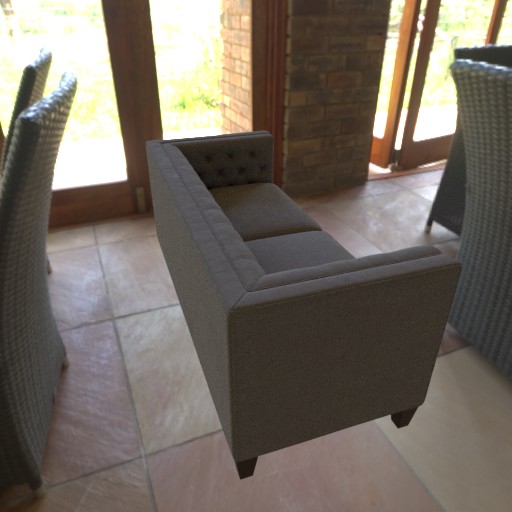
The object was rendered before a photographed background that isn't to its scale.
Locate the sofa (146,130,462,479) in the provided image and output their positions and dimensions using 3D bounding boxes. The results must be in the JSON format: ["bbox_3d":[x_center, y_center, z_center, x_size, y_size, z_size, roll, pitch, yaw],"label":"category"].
[{"bbox_3d":[0.000,0.000,2.192,0.775,0.762,1.778,-10,31,-17],"label":"sofa"}]
